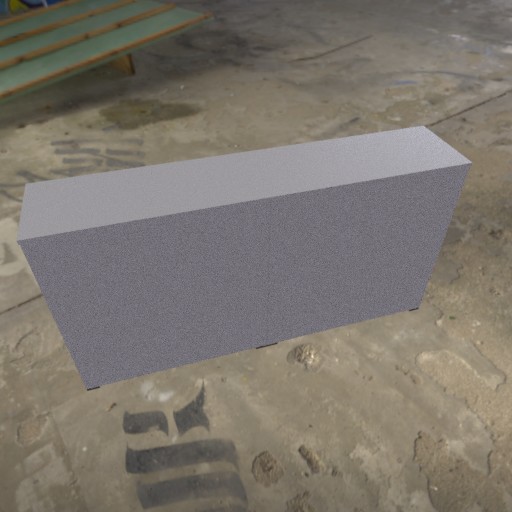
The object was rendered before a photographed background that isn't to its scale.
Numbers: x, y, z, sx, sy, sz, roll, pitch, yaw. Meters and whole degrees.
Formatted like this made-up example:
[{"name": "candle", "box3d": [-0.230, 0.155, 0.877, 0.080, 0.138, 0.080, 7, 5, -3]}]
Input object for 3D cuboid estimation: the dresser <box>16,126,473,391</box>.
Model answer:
[{"name": "dresser", "box3d": [0.000, 0.000, 1.817, 1.535, 0.790, 0.333, -11, 43, -12]}]
